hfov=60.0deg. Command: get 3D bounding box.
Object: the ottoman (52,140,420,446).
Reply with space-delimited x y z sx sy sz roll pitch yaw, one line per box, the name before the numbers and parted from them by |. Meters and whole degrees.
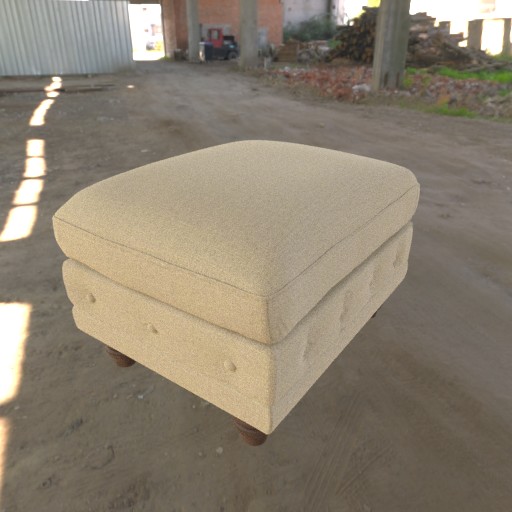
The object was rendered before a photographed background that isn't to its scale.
ottoman | 0.000 0.000 1.033 0.541 0.463 0.684 18 31 32
